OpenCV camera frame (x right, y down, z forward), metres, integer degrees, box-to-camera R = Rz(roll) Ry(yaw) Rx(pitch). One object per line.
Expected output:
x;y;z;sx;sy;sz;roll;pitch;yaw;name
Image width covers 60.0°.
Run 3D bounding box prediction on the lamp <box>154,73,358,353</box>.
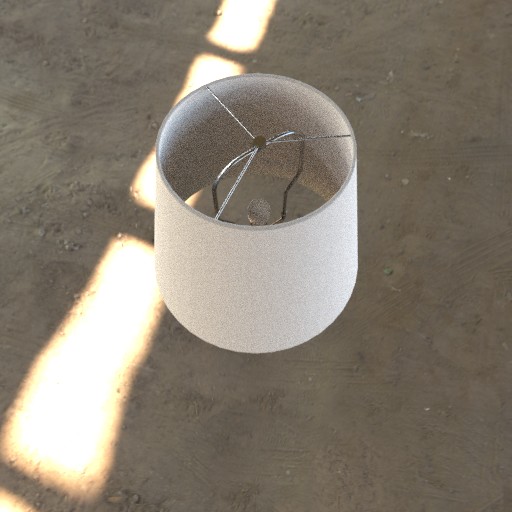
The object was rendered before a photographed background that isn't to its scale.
0.000;0.000;0.785;0.355;0.582;0.355;0;62;0;lamp
